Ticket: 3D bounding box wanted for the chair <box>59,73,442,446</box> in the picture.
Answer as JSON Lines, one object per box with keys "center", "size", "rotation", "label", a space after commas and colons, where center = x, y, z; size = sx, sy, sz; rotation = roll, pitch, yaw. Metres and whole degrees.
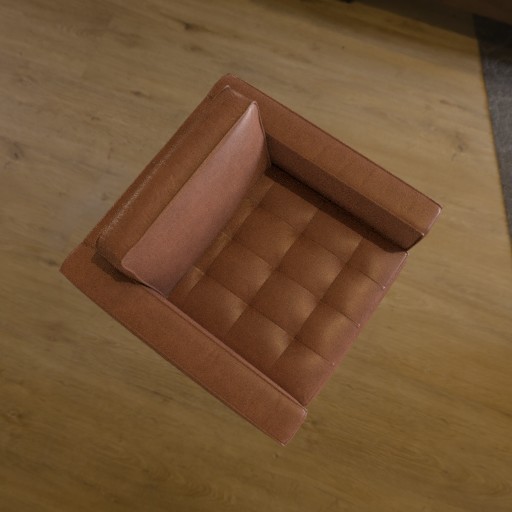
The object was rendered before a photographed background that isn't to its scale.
{"center": [0.000, 0.000, 1.559], "size": [0.900, 0.770, 0.920], "rotation": [35, 79, 8], "label": "chair"}
